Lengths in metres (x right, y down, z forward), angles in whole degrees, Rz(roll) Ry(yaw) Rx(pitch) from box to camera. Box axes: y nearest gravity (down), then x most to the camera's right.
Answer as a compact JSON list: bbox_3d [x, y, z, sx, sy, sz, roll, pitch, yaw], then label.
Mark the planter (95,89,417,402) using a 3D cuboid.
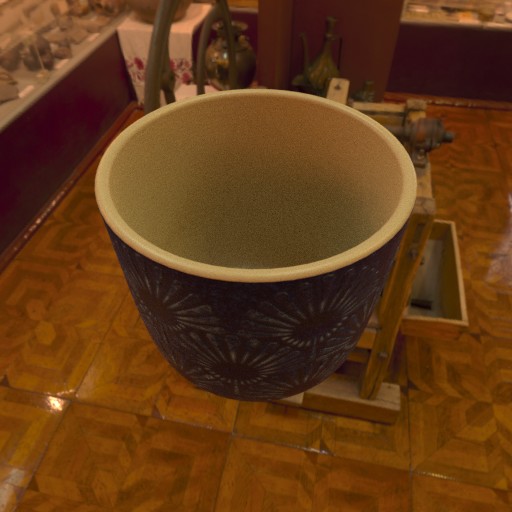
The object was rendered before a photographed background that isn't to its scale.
[{"bbox_3d":[0.000,0.000,0.213,0.124,0.109,0.124,0,46,0],"label":"planter"}]
